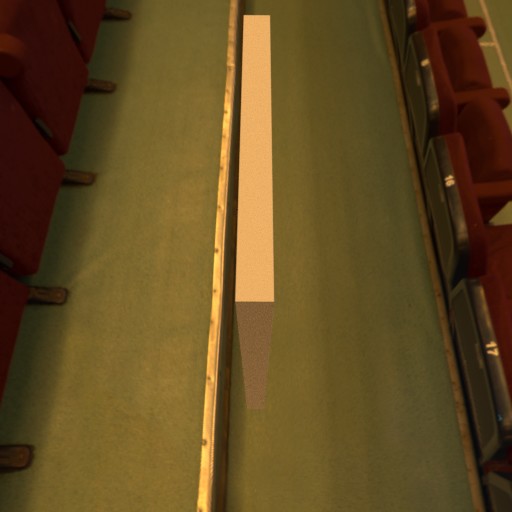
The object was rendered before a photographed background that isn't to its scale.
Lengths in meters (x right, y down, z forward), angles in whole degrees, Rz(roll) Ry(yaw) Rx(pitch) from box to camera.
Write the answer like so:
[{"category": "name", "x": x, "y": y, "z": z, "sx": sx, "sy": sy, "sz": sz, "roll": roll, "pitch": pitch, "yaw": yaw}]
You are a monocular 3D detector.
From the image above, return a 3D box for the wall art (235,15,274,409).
[{"category": "wall art", "x": 0.000, "y": 0.000, "z": 0.543, "sx": 0.025, "sy": 0.428, "sz": 0.293, "roll": 0, "pitch": 62, "yaw": 0}]
